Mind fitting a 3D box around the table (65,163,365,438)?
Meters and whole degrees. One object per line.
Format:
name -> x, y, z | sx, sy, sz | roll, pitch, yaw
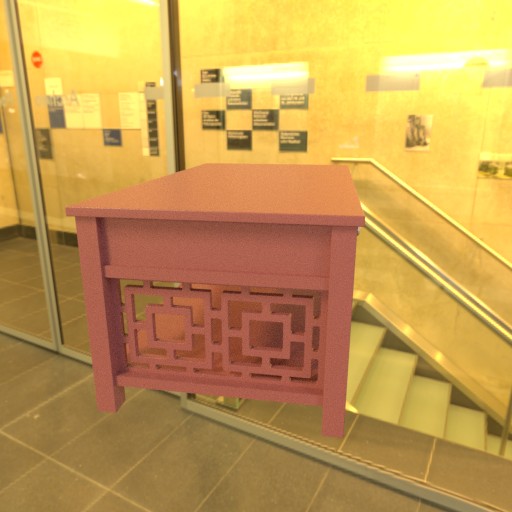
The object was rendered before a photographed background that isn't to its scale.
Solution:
table -> 0.000, 0.000, 1.431 | 0.612, 0.493, 1.068 | 3, 17, 9
